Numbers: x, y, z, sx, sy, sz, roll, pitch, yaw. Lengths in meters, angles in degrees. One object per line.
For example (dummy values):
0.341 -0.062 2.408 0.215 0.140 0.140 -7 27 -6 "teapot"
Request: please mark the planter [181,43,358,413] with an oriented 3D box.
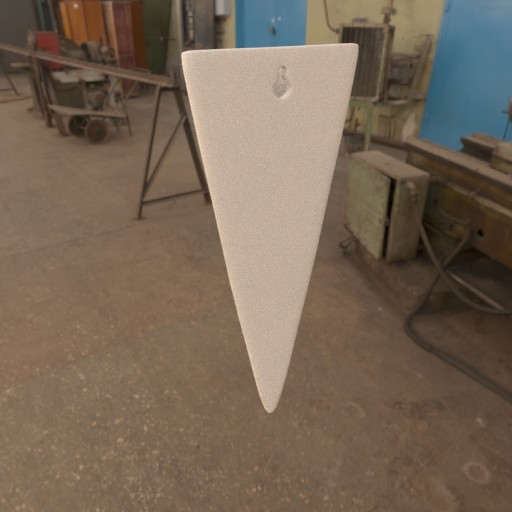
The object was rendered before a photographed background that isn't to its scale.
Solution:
0.000 0.000 0.392 0.143 0.338 0.065 -18 33 -30 "planter"
